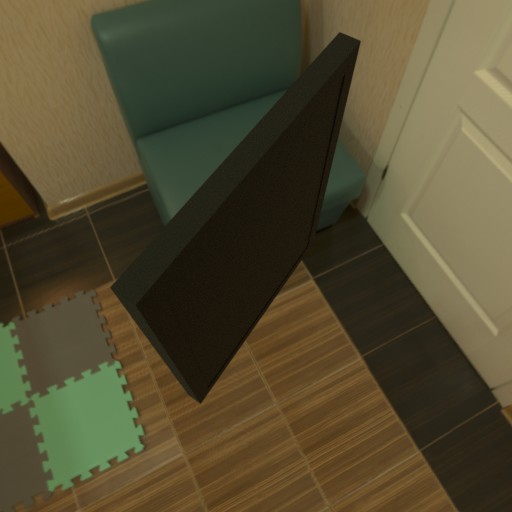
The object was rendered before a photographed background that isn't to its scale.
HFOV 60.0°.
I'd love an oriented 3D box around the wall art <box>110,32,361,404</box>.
[{"bbox_3d":[0.000,0.000,0.759,0.033,0.559,0.457,31,67,15],"label":"wall art"}]
